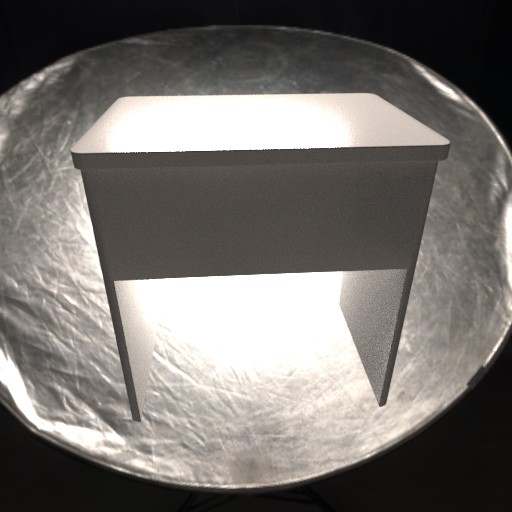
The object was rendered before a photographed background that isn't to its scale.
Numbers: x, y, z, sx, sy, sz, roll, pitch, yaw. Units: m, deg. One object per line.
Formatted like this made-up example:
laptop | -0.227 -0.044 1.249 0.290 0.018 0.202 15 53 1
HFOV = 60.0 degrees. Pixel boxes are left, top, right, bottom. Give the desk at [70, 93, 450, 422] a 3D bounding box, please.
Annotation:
desk | 0.000 0.000 1.295 0.762 0.800 0.549 -2 31 -4
